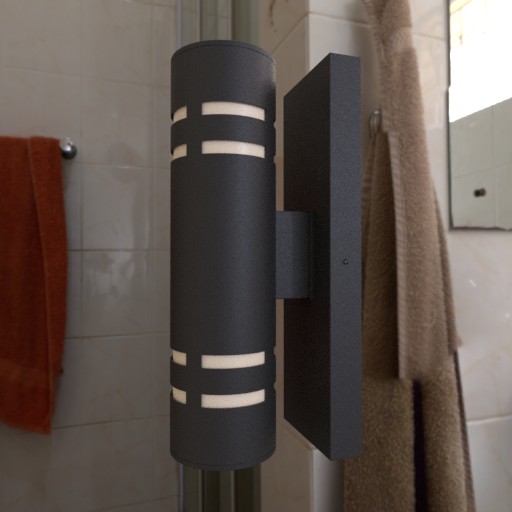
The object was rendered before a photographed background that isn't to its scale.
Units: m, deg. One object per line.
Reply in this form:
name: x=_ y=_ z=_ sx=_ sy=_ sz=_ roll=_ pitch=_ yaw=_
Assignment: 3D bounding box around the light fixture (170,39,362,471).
light fixture: x=0.000 y=0.000 z=0.392 sx=0.149 sy=0.330 sz=0.105 roll=0 pitch=-1 yaw=-18
